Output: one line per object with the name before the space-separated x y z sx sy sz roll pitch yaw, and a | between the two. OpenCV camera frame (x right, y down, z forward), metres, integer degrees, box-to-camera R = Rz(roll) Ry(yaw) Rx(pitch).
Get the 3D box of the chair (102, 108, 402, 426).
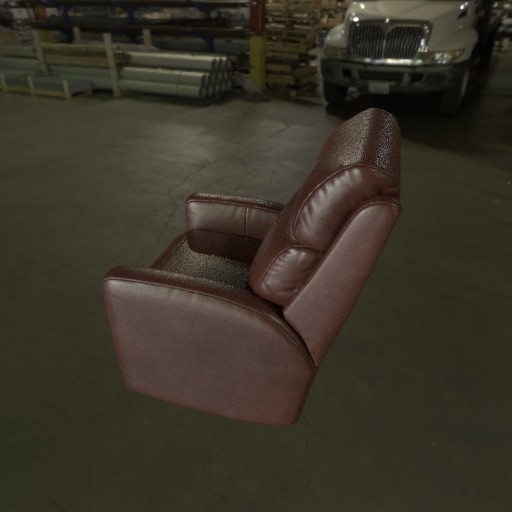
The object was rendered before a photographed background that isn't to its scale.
chair | 0.000 0.000 1.681 0.939 1.016 0.787 8 31 14
